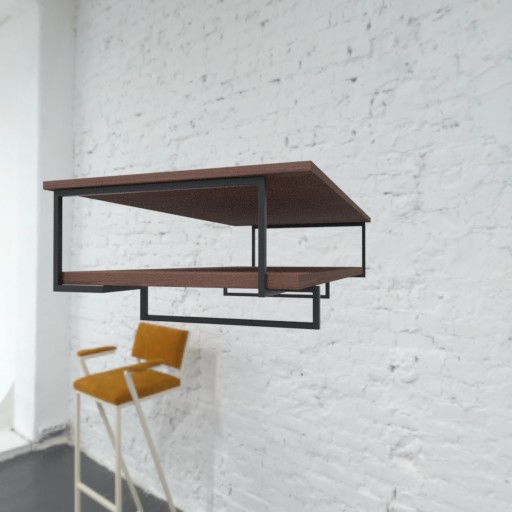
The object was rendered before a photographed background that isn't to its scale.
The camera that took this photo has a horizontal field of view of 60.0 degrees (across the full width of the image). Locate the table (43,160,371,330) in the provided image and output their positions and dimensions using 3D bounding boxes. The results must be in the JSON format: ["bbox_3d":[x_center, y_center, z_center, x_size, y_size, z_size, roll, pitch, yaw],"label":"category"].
[{"bbox_3d":[0.000,0.000,1.508,0.651,0.347,1.197,0,-1,20],"label":"table"}]
